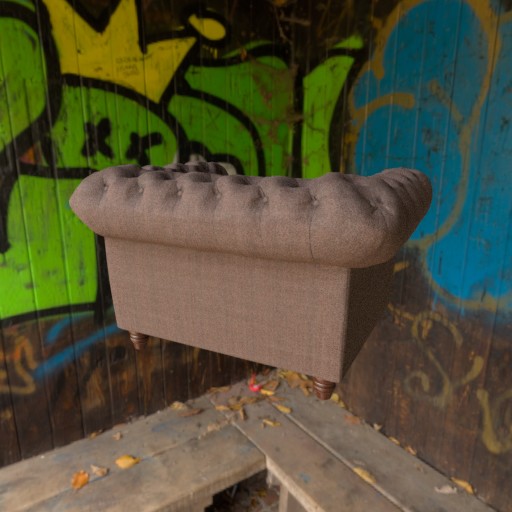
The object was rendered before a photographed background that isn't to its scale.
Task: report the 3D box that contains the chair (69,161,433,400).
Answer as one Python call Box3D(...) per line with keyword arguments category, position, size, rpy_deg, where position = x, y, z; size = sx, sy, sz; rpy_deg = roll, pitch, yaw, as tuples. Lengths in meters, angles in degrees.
Box3D(category="chair", position=(0.000, 0.000, 1.905), size=(1.298, 0.780, 0.945), rpy_deg=(8, 17, 26))
